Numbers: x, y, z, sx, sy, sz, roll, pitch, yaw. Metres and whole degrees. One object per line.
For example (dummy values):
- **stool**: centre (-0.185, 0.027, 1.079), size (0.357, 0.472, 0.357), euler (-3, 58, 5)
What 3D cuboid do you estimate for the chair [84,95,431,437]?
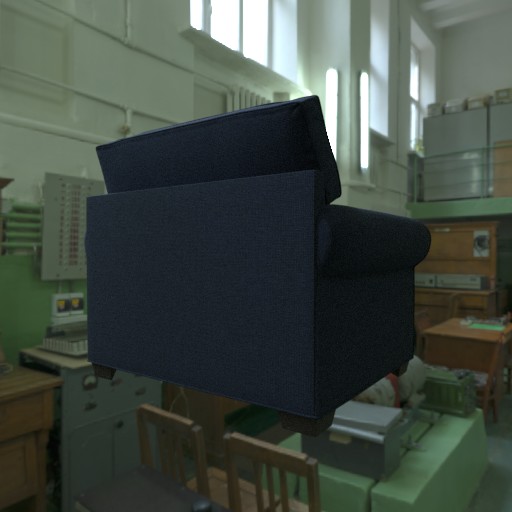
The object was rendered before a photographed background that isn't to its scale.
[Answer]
- **chair**: centre (0.000, 0.000, 1.972), size (1.285, 1.044, 0.963), euler (1, 1, 36)
